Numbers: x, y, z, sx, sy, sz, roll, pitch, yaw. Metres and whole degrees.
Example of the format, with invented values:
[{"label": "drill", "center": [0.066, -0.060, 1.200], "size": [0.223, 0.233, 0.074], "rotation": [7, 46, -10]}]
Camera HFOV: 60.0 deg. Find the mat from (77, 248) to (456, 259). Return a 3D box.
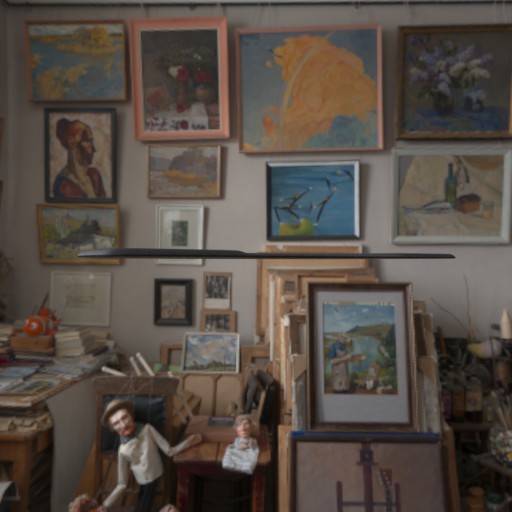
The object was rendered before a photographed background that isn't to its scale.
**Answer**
[{"label": "mat", "center": [0.000, 0.000, 1.837], "size": [1.525, 0.022, 0.917], "rotation": [1, -1, -36]}]
